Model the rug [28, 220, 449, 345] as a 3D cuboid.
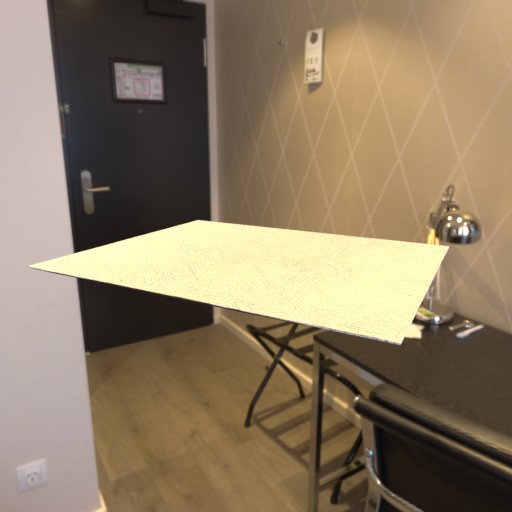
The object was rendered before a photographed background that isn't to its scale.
[{"bbox_3d":[0.000,0.000,4.072,3.049,0.015,2.457,8,17,27],"label":"rug"}]
